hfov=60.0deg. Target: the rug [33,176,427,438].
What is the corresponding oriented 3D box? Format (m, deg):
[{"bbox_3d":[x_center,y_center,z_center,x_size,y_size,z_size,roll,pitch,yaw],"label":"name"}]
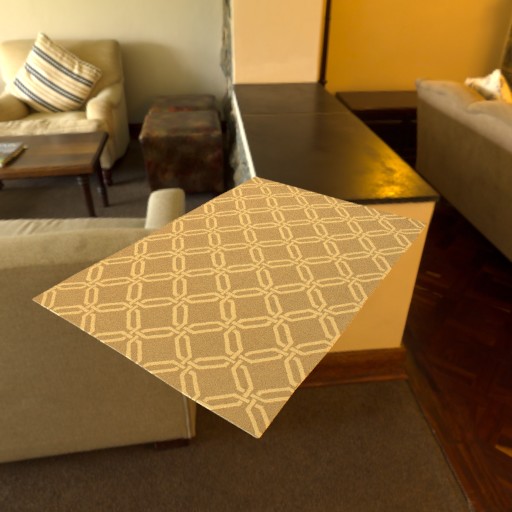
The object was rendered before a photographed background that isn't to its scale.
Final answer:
[{"bbox_3d":[0.000,0.000,2.797,1.524,0.013,2.135,21,38,29],"label":"rug"}]
